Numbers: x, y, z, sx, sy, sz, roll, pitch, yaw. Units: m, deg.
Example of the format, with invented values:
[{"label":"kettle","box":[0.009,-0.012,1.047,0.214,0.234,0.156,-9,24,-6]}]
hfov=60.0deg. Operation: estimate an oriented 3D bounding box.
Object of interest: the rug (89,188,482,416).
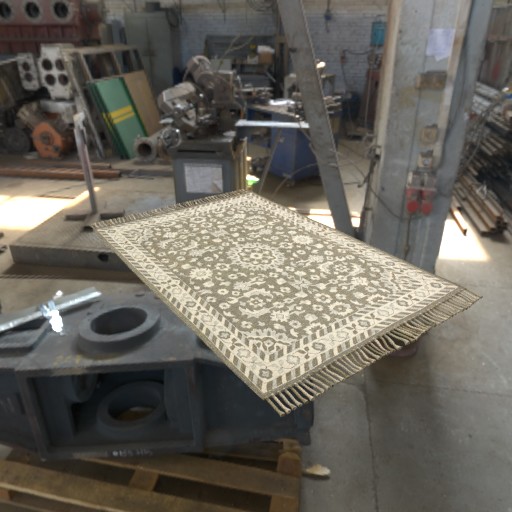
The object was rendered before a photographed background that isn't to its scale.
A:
[{"label":"rug","box":[0.000,0.000,3.037,1.530,0.025,2.431,-18,32,-32]}]
